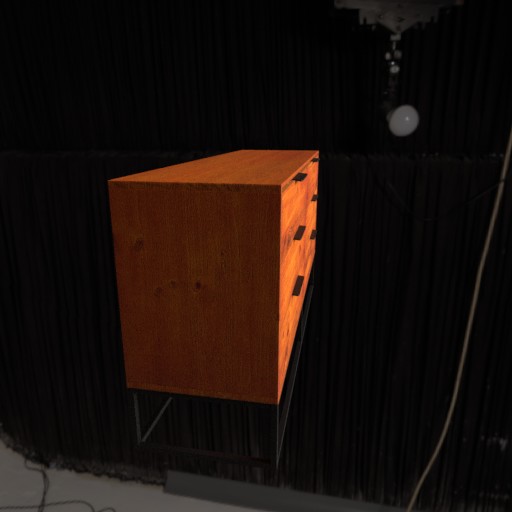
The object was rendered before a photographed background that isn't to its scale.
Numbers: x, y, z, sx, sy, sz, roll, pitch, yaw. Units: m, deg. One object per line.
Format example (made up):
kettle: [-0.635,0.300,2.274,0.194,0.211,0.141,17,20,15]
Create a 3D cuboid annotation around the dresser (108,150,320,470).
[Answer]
dresser: [0.000,0.000,1.908,0.464,0.810,1.536,3,17,10]
